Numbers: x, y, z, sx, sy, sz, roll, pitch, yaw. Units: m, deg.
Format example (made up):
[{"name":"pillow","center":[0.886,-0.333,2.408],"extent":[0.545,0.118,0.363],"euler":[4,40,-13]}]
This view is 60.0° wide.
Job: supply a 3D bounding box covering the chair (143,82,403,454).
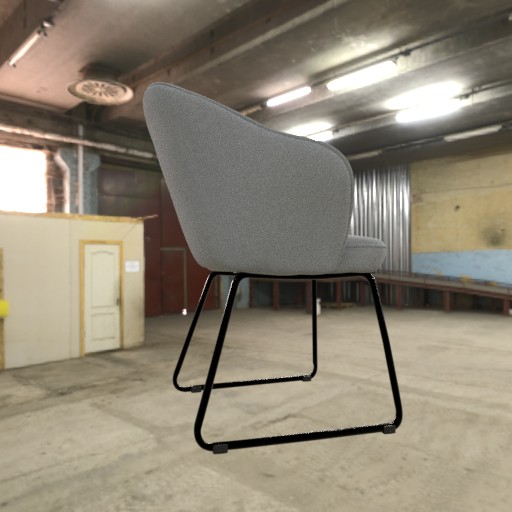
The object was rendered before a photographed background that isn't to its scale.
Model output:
[{"name":"chair","center":[0.000,0.000,1.188],"extent":[0.592,0.817,0.570],"euler":[0,-1,-17]}]
